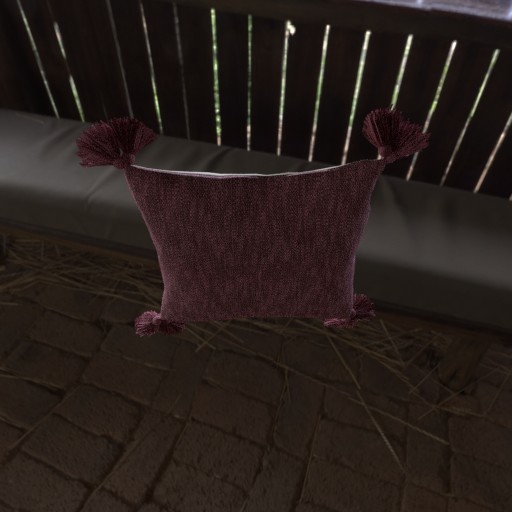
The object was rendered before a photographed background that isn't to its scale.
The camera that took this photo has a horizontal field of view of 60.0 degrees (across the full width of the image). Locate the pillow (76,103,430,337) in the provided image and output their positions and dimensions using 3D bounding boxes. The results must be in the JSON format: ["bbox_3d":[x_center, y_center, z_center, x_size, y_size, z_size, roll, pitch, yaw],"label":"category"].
[{"bbox_3d":[0.000,0.000,0.963,0.641,0.659,0.138,-2,47,-2],"label":"pillow"}]
